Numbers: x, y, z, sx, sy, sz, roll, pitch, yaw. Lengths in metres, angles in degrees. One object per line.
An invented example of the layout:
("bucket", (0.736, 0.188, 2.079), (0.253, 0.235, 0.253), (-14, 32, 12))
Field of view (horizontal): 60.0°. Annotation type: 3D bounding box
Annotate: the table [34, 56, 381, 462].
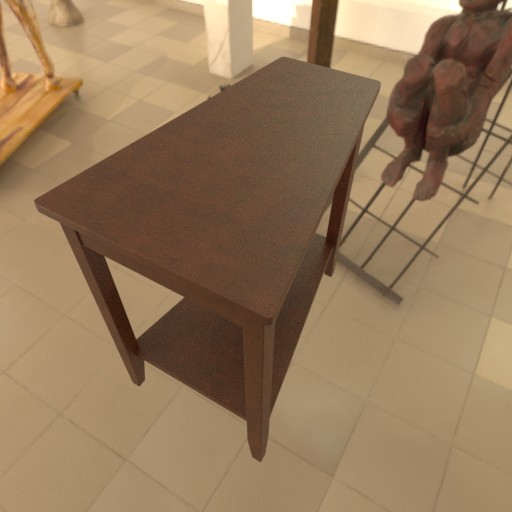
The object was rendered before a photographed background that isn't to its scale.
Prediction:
("table", (0.000, 0.000, 0.967), (0.399, 0.589, 0.605), (24, 52, 20))
